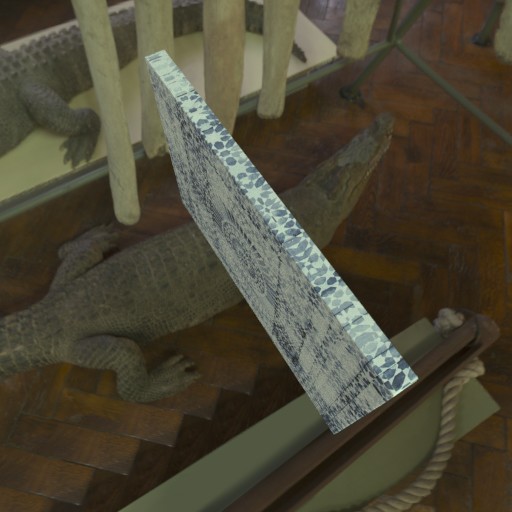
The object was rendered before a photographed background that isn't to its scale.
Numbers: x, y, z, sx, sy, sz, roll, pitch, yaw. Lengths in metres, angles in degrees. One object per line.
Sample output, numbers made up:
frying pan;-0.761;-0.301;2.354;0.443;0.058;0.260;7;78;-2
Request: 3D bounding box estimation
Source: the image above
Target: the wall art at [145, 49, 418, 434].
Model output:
wall art;0.000;0.000;1.145;0.057;0.608;0.911;-29;66;-14
